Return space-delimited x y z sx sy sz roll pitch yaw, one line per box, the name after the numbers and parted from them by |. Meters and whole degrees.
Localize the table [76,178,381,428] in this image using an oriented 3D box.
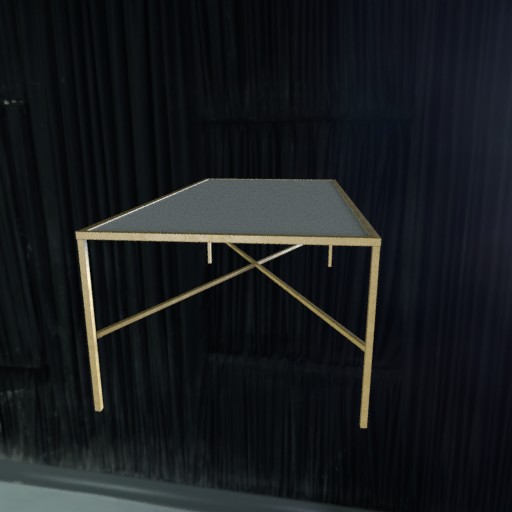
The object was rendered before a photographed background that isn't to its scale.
0.000 0.000 1.462 0.580 0.398 1.206 2 15 6 | table
